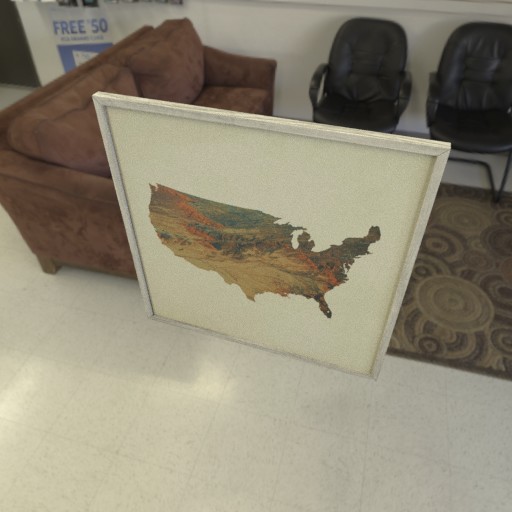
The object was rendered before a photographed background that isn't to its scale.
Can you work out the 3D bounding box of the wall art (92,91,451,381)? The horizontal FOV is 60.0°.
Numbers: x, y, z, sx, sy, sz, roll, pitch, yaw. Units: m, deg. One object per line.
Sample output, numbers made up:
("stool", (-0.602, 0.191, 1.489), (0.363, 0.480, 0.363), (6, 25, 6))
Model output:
("wall art", (0.000, 0.000, 0.772), (0.508, 0.507, 0.016), (13, 43, 14))
